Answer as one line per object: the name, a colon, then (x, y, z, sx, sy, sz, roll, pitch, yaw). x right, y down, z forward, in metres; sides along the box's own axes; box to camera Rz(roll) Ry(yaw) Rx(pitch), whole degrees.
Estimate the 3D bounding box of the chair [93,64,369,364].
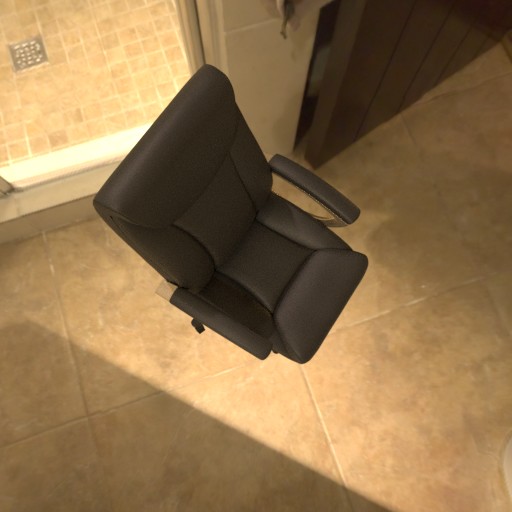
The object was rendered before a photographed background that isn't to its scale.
chair: (0.000, 0.000, 1.623, 0.748, 1.188, 0.694, 33, 78, 8)
